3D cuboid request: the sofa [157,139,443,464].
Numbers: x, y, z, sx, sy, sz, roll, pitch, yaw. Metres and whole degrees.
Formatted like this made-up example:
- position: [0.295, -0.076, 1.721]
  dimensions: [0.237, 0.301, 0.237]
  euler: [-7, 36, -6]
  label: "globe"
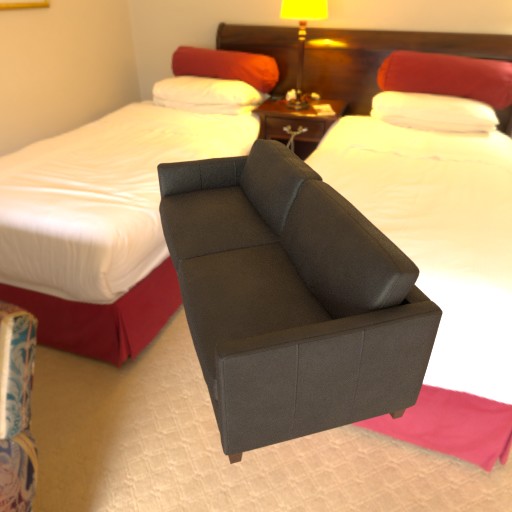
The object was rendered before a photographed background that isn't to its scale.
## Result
- position: [0.000, 0.000, 2.499]
  dimensions: [0.933, 0.863, 1.971]
  euler: [-9, 33, -14]
  label: "sofa"
